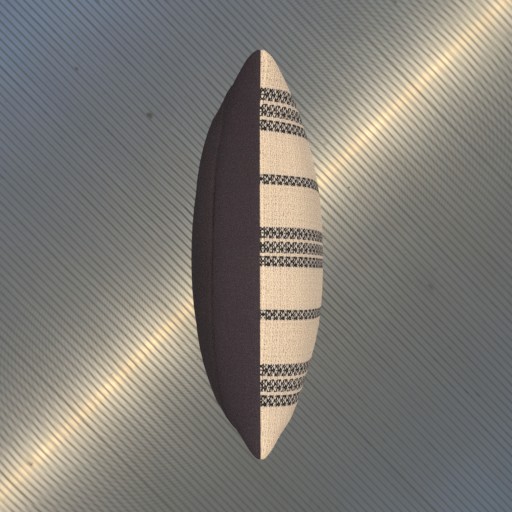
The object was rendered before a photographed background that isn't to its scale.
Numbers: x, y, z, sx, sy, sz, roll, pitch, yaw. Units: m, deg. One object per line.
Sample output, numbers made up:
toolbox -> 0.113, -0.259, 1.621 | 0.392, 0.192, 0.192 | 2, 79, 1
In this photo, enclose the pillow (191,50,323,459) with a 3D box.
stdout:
pillow -> 0.000, 0.000, 0.630 | 0.173, 0.406, 0.405 | 0, 90, -2
